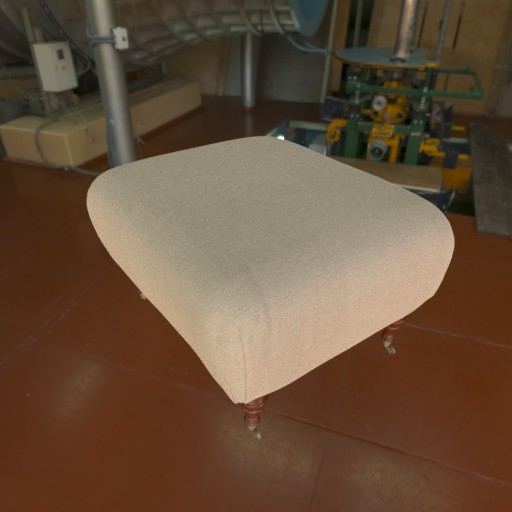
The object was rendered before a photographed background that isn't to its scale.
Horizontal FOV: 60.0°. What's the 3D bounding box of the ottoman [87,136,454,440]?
[{"bbox_3d":[0.000,0.000,1.149,0.639,0.450,0.746,-21,38,-30],"label":"ottoman"}]
